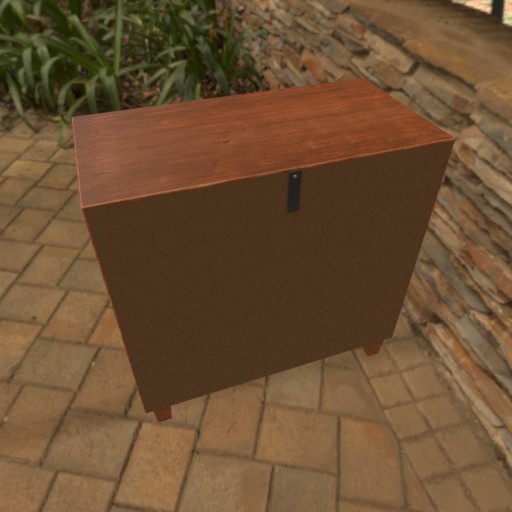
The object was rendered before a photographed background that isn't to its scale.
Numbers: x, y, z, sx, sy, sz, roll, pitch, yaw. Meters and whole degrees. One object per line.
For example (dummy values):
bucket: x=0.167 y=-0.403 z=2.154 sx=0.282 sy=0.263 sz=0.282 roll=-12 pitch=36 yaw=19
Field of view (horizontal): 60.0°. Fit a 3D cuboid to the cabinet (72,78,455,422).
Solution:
cabinet: x=0.000 y=0.000 z=1.278 sx=0.796 sy=0.785 sz=0.412 roll=-13 pitch=43 yaw=-15
